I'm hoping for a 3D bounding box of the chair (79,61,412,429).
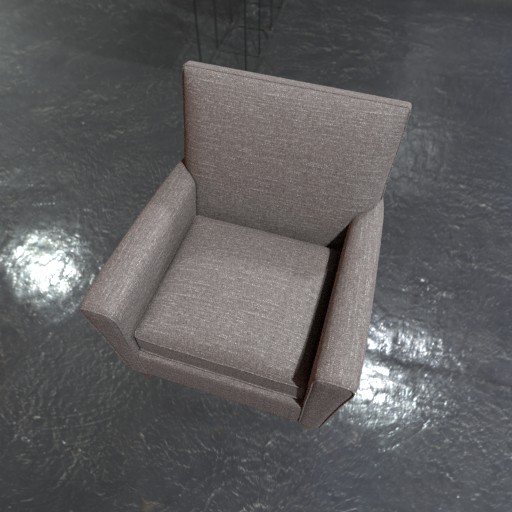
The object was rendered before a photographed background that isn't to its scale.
[{"bbox_3d":[0.000,0.000,1.592,0.838,0.885,0.875,15,58,10],"label":"chair"}]
